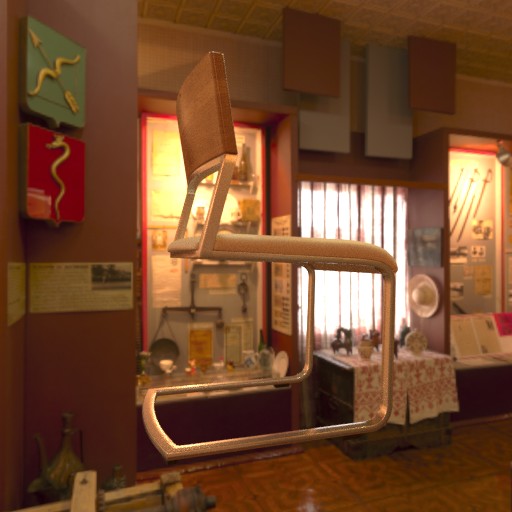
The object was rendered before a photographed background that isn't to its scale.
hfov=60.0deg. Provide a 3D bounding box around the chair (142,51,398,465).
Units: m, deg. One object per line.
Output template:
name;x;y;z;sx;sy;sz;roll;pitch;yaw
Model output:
chair;0.000;0.000;1.185;0.585;0.844;0.467;0;0;-18
